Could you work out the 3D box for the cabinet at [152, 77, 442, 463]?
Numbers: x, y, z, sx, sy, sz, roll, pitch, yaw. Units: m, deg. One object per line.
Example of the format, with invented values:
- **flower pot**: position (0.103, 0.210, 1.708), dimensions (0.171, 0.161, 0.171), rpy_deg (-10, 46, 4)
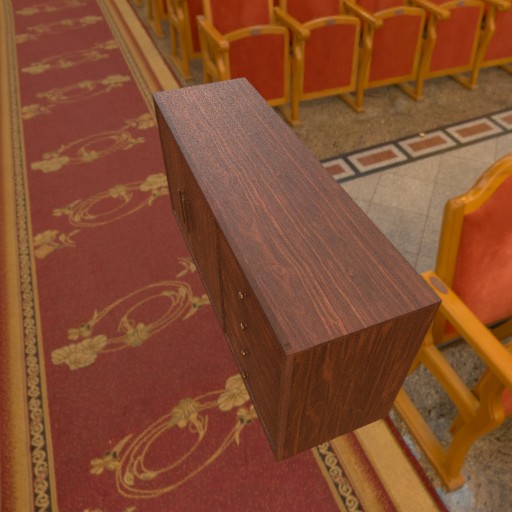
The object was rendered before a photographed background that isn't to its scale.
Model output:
- **cabinet**: position (0.000, 0.000, 2.033), dimensions (0.505, 0.940, 1.575), rpy_deg (-16, 48, -15)
